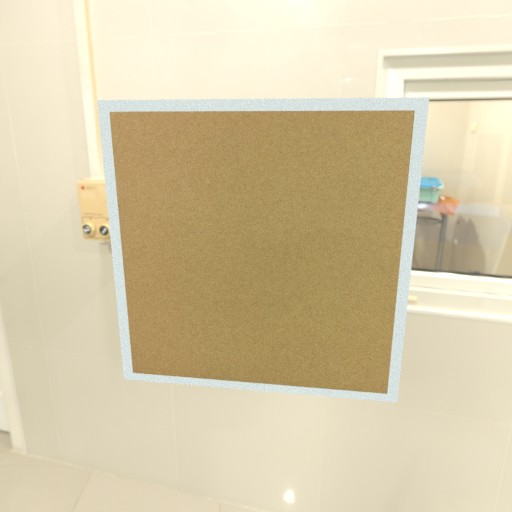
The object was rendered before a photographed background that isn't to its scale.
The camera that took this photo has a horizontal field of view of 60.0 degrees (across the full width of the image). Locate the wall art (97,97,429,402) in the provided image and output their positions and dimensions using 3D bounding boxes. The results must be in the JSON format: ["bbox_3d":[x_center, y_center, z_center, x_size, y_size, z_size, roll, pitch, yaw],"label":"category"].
[{"bbox_3d":[0.000,0.000,0.460,0.307,0.307,0.020,2,17,8],"label":"wall art"}]
